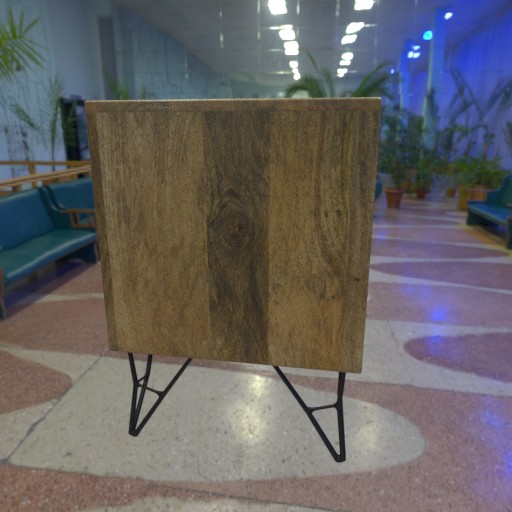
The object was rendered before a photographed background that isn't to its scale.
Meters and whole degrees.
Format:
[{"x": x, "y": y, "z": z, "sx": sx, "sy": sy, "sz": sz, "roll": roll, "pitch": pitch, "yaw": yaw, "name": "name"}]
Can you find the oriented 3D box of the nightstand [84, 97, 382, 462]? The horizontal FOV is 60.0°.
[{"x": 0.000, "y": 0.000, "z": 0.876, "sx": 0.406, "sy": 0.559, "sz": 0.457, "roll": 3, "pitch": 16, "yaw": 10, "name": "nightstand"}]
